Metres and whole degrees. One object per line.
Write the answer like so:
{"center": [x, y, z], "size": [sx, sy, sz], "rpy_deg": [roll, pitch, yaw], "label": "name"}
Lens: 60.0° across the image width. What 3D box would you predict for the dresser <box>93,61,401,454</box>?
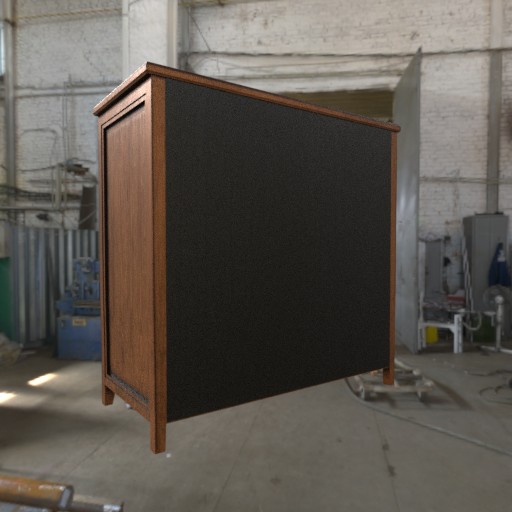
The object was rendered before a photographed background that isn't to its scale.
{"center": [0.000, 0.000, 1.971], "size": [1.250, 1.224, 0.591], "rpy_deg": [-1, 2, -36], "label": "dresser"}
